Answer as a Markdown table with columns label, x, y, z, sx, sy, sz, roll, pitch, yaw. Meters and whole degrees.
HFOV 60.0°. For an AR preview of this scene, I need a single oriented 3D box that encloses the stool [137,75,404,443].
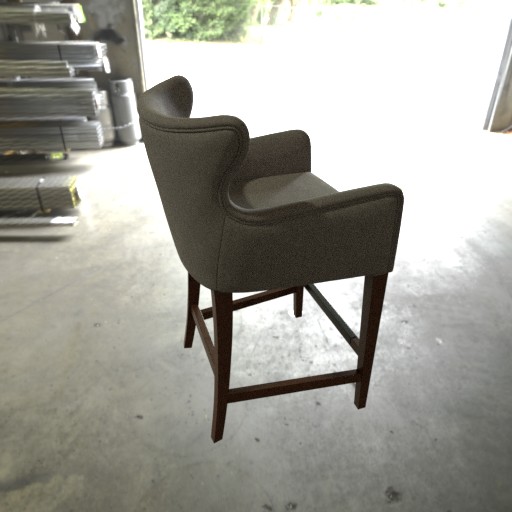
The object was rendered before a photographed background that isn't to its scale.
| label | x | y | z | sx | sy | sz | roll | pitch | yaw |
| --- | --- | --- | --- | --- | --- | --- | --- | --- | --- |
| stool | 0.000 | 0.000 | 1.320 | 0.575 | 0.951 | 0.575 | -10 | 32 | -16 |
